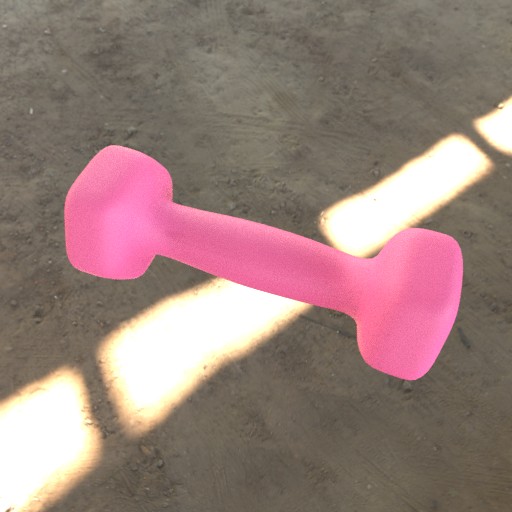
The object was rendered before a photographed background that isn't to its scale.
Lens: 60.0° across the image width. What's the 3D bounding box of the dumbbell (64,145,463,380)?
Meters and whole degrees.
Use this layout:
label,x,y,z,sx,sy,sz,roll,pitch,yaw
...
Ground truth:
label,x,y,z,sx,sy,sz,roll,pitch,yaw
dumbbell,0.000,0.000,0.173,0.146,0.053,0.058,17,59,11
